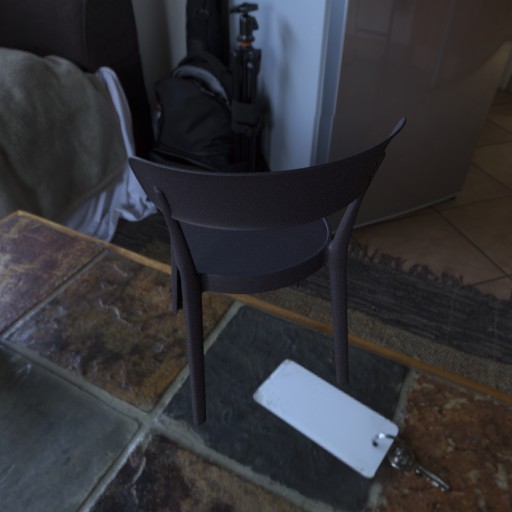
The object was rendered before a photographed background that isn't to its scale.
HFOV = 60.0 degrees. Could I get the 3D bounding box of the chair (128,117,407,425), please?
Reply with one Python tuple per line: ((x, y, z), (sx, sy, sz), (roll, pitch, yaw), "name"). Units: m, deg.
((0.000, 0.000, 1.112), (0.506, 0.790, 0.491), (-11, 43, -12), "chair")
